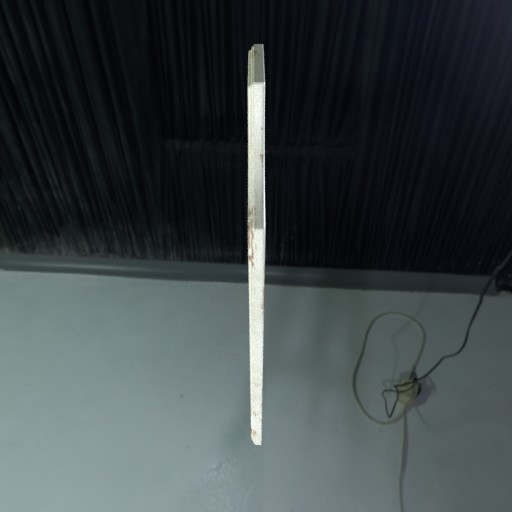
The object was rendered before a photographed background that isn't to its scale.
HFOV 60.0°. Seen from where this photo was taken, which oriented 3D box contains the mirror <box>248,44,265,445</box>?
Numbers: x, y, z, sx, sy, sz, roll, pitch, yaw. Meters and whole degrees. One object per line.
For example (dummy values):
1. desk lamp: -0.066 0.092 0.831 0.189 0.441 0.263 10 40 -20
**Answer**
1. mirror: 0.000 0.000 0.846 0.022 0.717 0.403 0 42 0
